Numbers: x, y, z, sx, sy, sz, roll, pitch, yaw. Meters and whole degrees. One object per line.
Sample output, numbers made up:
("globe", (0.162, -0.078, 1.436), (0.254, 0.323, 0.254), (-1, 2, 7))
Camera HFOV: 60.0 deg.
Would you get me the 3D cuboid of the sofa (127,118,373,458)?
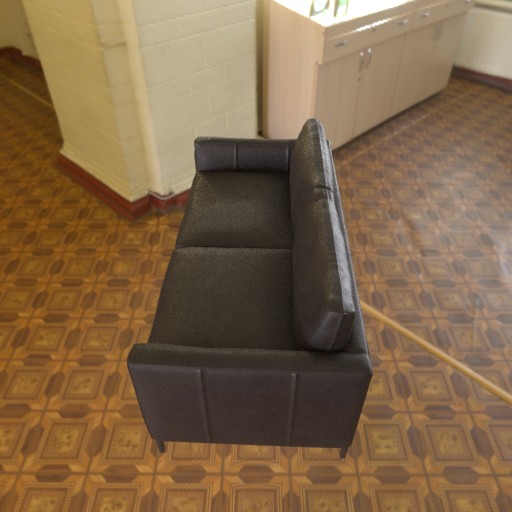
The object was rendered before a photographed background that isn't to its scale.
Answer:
("sofa", (0.000, 0.000, 2.334), (0.947, 0.883, 1.805), (0, 41, 0))
